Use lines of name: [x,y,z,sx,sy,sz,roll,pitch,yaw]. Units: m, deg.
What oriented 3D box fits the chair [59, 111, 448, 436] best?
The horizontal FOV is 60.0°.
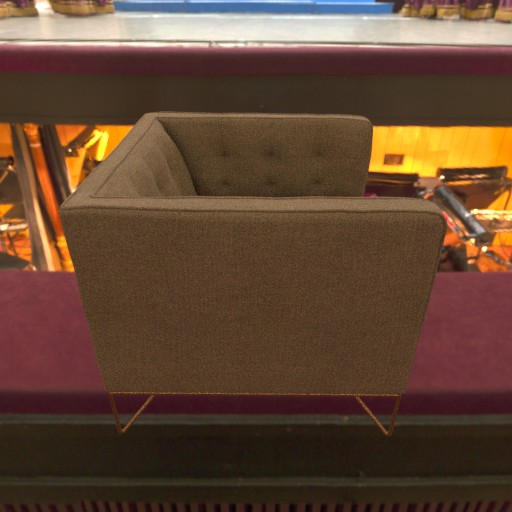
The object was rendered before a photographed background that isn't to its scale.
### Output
chair: [0.000,0.000,1.581,0.912,0.799,0.920,0,31,1]
